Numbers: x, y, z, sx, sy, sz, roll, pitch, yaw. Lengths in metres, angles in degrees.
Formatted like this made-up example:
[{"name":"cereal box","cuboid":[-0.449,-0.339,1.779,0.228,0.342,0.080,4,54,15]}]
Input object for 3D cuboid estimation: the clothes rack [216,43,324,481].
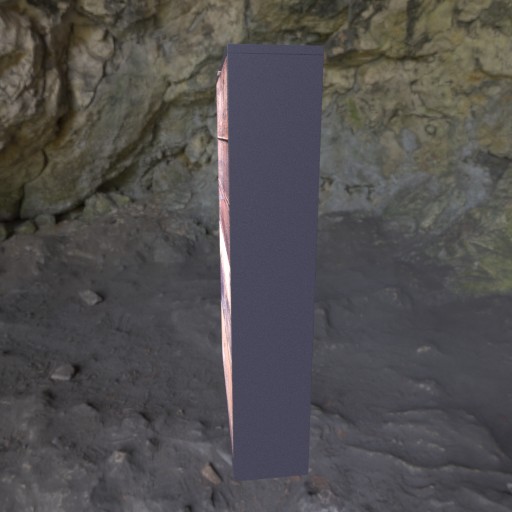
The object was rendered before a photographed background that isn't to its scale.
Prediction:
[{"name":"clothes rack","cuboid":[0.000,0.000,1.615,0.250,1.280,0.750,-2,16,-7]}]
